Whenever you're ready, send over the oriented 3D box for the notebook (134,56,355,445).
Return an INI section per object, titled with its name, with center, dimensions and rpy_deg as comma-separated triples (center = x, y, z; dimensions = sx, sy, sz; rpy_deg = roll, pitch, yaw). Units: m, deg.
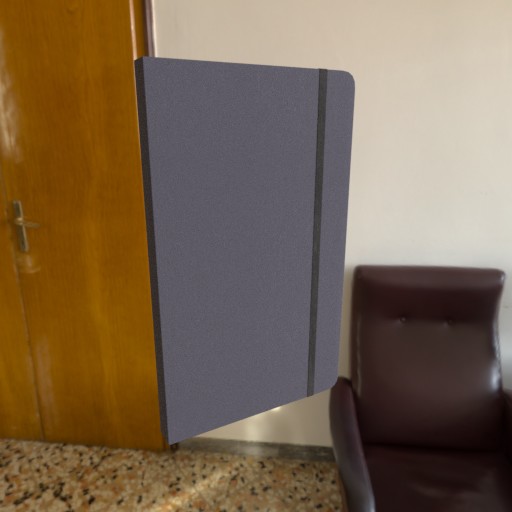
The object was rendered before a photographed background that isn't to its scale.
[notebook]
center = 0.000, 0.000, 0.268
dimensions = 0.127, 0.213, 0.016
rpy_deg = -9, 19, -28
